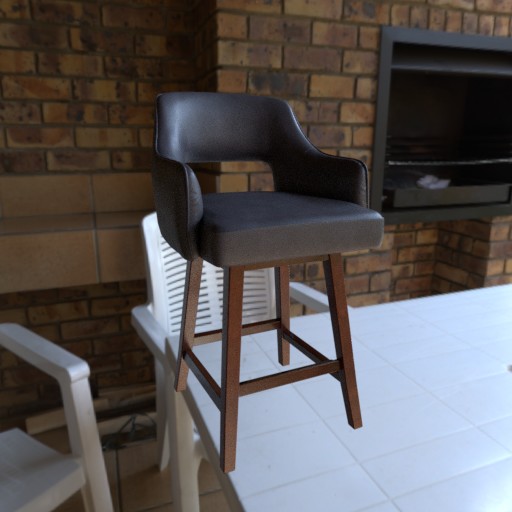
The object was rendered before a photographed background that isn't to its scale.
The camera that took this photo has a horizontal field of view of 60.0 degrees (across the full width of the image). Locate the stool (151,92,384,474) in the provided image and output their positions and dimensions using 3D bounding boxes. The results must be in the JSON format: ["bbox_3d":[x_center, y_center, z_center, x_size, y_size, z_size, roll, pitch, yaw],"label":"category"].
[{"bbox_3d":[0.000,0.000,1.275,0.550,0.936,0.560,-7,16,-25],"label":"stool"}]
